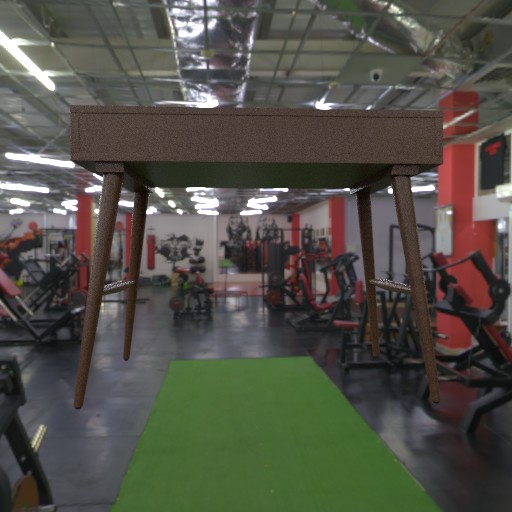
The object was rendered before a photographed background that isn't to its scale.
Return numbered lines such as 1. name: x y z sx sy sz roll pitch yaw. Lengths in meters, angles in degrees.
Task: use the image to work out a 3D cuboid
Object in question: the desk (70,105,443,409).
1. desk: 0.000 0.000 1.368 0.949 0.758 0.510 0 1 -3
